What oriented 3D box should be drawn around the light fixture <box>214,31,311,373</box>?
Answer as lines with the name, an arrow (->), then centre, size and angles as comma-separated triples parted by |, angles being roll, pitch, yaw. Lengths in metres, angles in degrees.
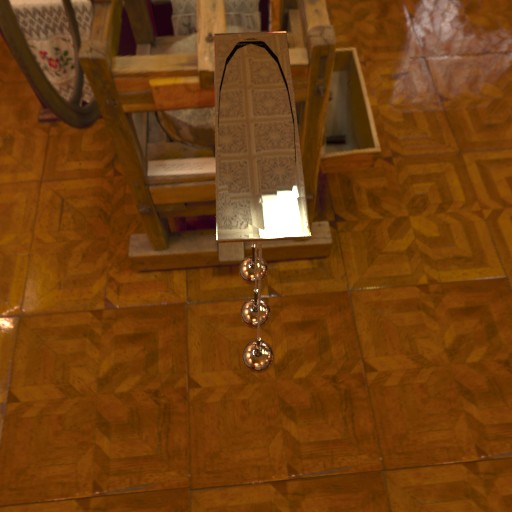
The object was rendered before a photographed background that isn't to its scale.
light fixture -> 0.000, 0.000, 1.650 | 0.188, 1.408, 0.623 | -3, 64, -1
